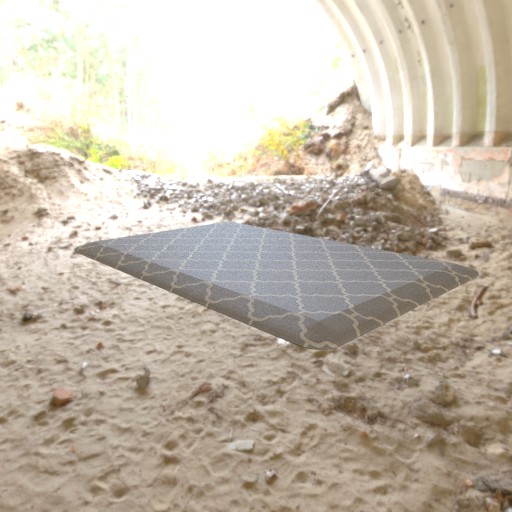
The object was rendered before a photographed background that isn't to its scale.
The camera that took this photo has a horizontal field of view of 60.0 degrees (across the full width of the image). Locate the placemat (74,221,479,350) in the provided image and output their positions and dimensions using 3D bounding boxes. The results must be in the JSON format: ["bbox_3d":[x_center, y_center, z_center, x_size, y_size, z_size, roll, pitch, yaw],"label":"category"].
[{"bbox_3d":[0.000,0.000,0.958,0.508,0.021,0.762,-13,19,-42],"label":"placemat"}]
